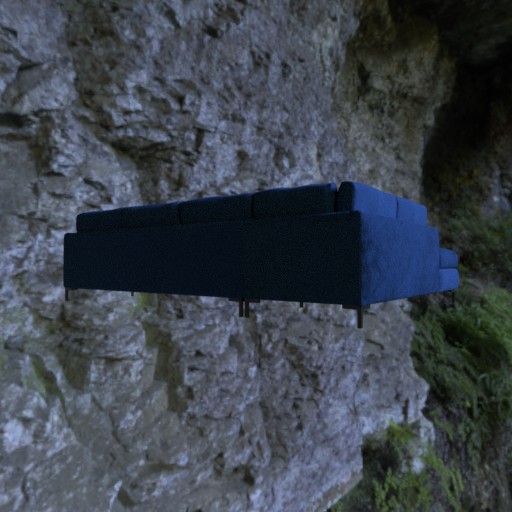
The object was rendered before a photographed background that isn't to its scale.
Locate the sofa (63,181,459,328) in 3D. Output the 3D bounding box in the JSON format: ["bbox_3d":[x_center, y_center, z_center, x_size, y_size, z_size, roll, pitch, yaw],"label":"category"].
[{"bbox_3d":[0.000,0.000,3.952,2.949,0.815,2.007,-1,-1,37],"label":"sofa"}]
